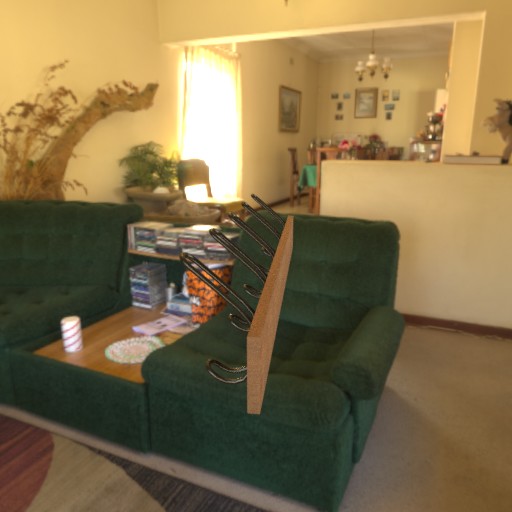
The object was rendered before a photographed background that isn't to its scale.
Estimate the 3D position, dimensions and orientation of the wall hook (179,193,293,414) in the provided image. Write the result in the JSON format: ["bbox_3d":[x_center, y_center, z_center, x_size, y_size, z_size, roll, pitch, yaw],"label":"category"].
[{"bbox_3d":[0.000,0.000,0.600,0.076,0.116,0.554,2,15,7],"label":"wall hook"}]
